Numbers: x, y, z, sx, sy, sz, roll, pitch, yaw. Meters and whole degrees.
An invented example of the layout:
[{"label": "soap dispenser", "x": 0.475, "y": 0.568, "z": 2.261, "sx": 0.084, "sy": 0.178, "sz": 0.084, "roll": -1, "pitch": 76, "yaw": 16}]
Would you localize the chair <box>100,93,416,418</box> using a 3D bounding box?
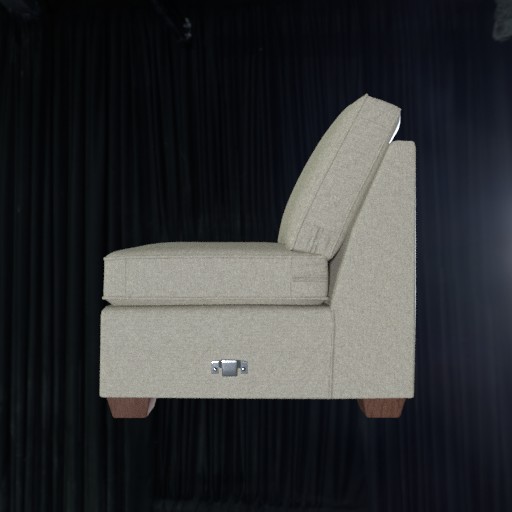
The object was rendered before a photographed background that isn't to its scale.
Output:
[{"label": "chair", "x": 0.000, "y": 0.000, "z": 1.728, "sx": 1.020, "sy": 1.058, "sz": 0.674, "roll": 0, "pitch": -1, "yaw": 0}]
